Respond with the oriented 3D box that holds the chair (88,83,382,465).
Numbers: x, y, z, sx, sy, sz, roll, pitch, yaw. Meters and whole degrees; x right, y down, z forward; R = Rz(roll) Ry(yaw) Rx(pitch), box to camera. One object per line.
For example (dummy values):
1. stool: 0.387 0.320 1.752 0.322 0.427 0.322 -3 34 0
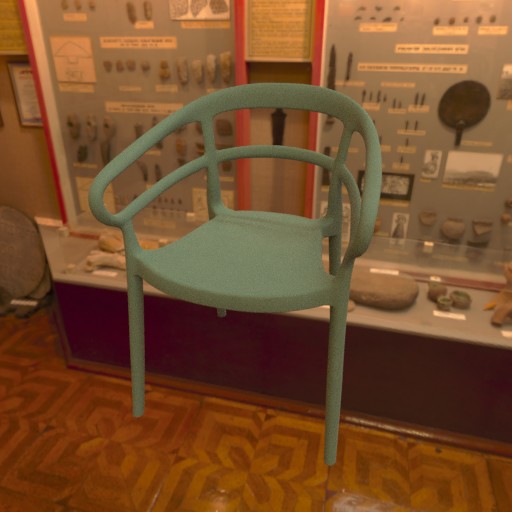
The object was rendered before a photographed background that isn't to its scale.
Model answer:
1. chair: 0.000 0.000 1.112 0.559 0.761 0.527 8 28 15
